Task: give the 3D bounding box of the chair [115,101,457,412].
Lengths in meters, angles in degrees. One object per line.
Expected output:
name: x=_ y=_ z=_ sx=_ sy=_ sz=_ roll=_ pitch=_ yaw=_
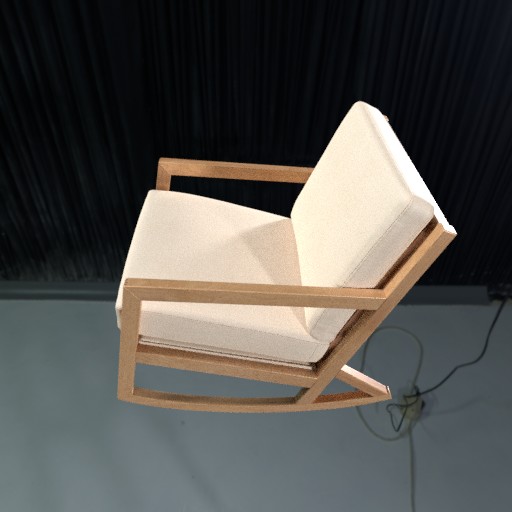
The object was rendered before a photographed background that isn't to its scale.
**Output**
chair: x=0.000 y=0.000 z=1.396 sx=0.857 sy=0.790 sz=0.622 roll=-1 pitch=41 yaw=-1
